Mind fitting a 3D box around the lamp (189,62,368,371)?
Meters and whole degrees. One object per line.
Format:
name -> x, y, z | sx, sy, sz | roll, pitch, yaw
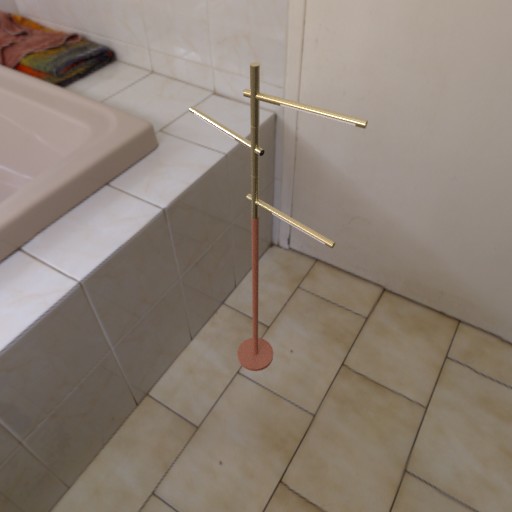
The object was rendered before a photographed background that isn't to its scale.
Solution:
lamp -> 0.000, 0.000, 1.969 | 0.737, 1.704, 0.209 | 26, 52, 22
